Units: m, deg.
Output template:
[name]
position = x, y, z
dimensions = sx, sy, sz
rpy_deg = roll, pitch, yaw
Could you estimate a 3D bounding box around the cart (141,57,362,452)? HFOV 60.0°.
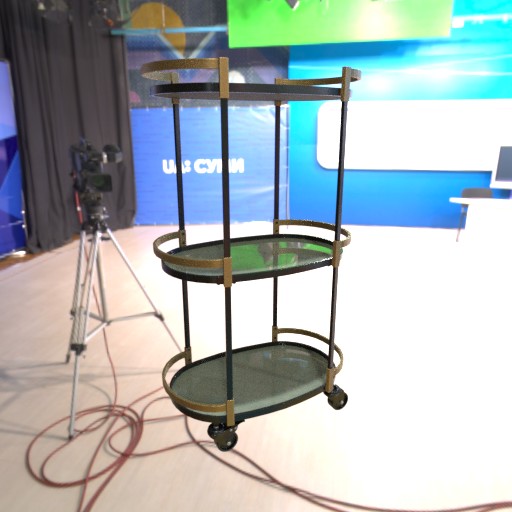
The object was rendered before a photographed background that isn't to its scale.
[cart]
position = 0.000, 0.000, 1.136
dimensions = 0.515, 0.885, 0.311
rpy_deg = -9, 19, -27
